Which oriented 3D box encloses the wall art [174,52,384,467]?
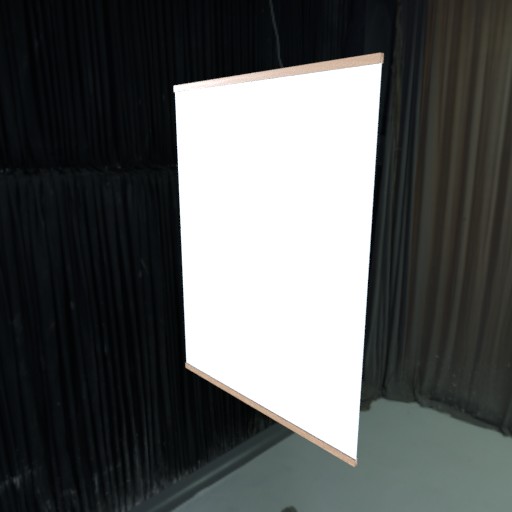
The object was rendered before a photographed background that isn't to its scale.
[{"bbox_3d":[0.000,0.000,1.319,0.013,1.016,0.758,-13,19,-43],"label":"wall art"}]
